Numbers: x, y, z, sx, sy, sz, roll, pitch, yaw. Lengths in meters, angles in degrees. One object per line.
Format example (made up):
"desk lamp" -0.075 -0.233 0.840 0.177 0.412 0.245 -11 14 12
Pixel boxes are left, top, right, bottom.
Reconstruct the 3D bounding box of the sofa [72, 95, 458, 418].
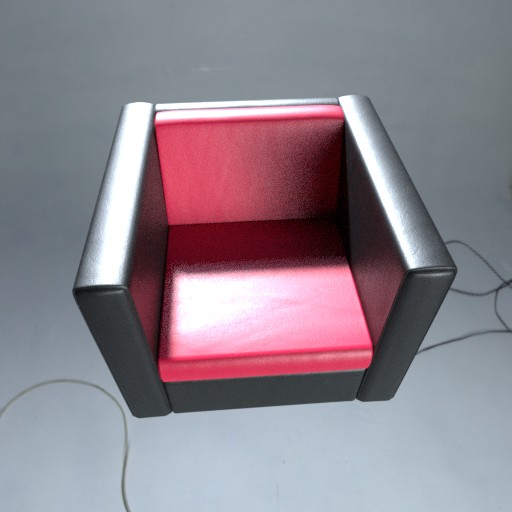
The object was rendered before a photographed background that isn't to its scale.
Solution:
"sofa" 0.000 0.000 1.458 0.839 0.724 0.809 -3 47 -3
